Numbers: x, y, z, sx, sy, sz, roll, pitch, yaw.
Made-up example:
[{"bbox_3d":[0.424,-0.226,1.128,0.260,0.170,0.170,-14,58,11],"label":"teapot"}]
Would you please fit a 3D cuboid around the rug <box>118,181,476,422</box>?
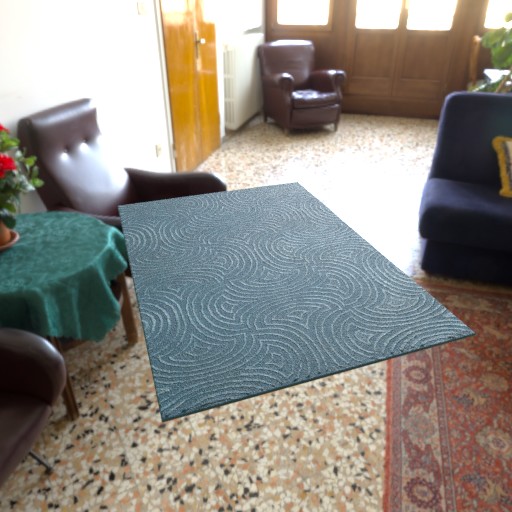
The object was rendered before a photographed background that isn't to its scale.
[{"bbox_3d":[0.000,0.000,2.831,1.543,0.015,2.144,-10,33,-17],"label":"rug"}]
